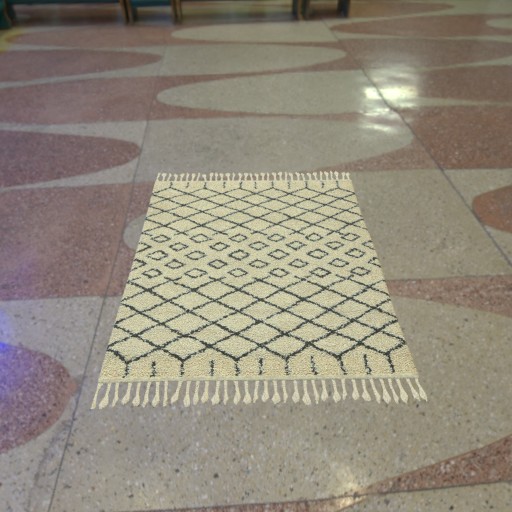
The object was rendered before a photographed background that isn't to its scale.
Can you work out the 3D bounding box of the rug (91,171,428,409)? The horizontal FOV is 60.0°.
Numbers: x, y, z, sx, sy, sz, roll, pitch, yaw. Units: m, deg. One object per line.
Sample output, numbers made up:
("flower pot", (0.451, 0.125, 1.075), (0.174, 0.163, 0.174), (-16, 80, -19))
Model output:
("rug", (0.000, 0.000, 4.327), (2.388, 0.030, 3.213), (-1, 41, -1))
